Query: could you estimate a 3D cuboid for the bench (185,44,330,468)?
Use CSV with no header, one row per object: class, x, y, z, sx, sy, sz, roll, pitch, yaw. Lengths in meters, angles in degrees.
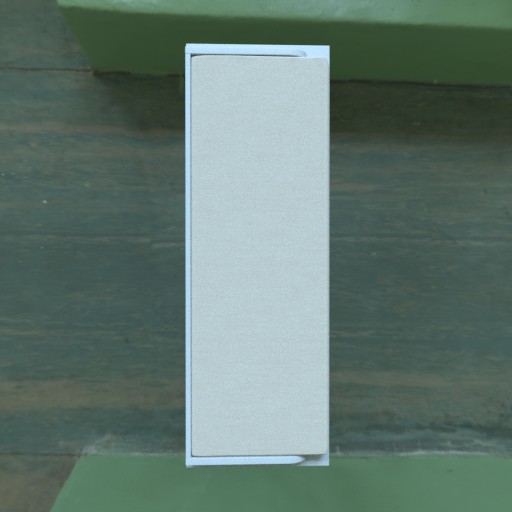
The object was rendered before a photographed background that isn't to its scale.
bench,0.000,0.000,1.438,0.402,0.486,1.185,0,90,-2
